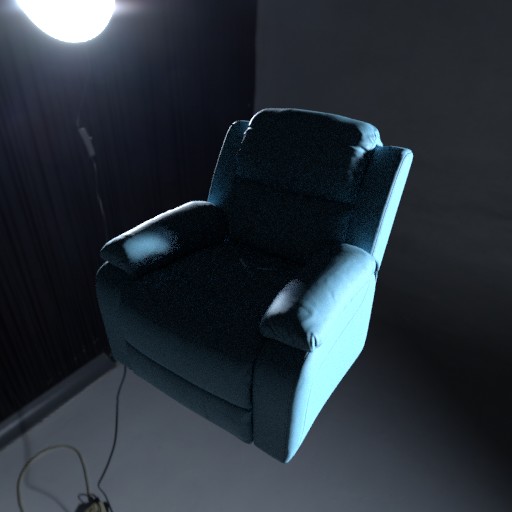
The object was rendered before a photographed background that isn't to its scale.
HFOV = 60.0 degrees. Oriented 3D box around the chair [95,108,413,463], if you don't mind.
[{"bbox_3d":[0.000,0.000,1.267,0.680,0.702,0.709,20,35,30],"label":"chair"}]
